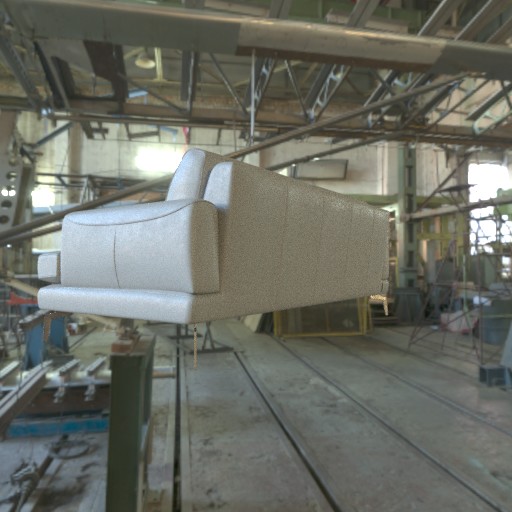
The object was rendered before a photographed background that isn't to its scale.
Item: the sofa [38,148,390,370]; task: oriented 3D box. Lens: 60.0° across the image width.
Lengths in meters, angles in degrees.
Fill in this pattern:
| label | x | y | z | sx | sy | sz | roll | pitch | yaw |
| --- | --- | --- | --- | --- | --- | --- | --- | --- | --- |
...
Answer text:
| label | x | y | z | sx | sy | sz | roll | pitch | yaw |
| --- | --- | --- | --- | --- | --- | --- | --- | --- | --- |
| sofa | 0.000 | 0.000 | 2.419 | 0.974 | 0.765 | 1.940 | -1 | -1 | 35 |
